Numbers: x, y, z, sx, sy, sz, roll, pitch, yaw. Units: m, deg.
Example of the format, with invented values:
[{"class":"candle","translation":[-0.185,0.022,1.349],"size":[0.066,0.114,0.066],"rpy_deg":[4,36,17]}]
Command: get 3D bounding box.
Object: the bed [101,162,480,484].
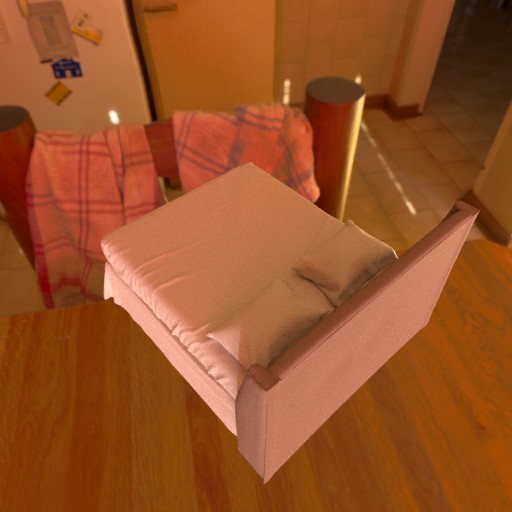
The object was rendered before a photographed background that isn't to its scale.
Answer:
[{"class":"bed","translation":[0.000,0.000,3.475],"size":[1.925,1.332,2.276],"rpy_deg":[-33,54,-28]}]
